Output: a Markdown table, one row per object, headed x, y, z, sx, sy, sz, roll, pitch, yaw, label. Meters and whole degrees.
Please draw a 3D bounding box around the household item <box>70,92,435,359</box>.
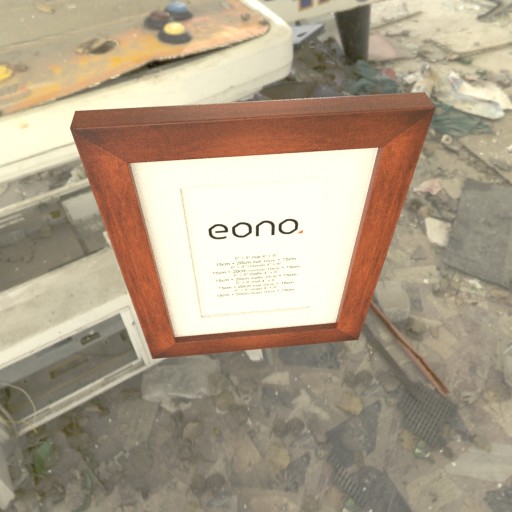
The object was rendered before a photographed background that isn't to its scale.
| x | y | z | sx | sy | sz | roll | pitch | yaw | label |
| --- | --- | --- | --- | --- | --- | --- | --- | --- | --- |
| 0.000 | 0.000 | 0.341 | 0.200 | 0.250 | 0.020 | -4 | 49 | -4 | household item |
